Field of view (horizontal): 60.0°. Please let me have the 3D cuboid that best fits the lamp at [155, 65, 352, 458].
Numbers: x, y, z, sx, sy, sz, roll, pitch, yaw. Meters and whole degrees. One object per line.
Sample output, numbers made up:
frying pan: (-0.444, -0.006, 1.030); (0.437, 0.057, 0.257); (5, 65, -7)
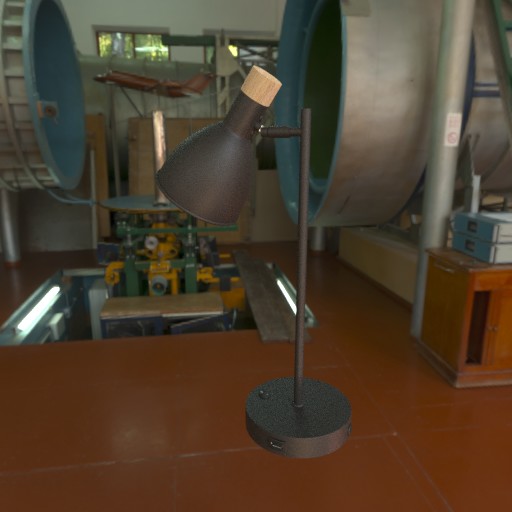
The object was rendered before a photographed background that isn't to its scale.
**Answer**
lamp: (0.000, 0.000, 0.605); (0.287, 0.483, 0.152); (7, 16, 25)
